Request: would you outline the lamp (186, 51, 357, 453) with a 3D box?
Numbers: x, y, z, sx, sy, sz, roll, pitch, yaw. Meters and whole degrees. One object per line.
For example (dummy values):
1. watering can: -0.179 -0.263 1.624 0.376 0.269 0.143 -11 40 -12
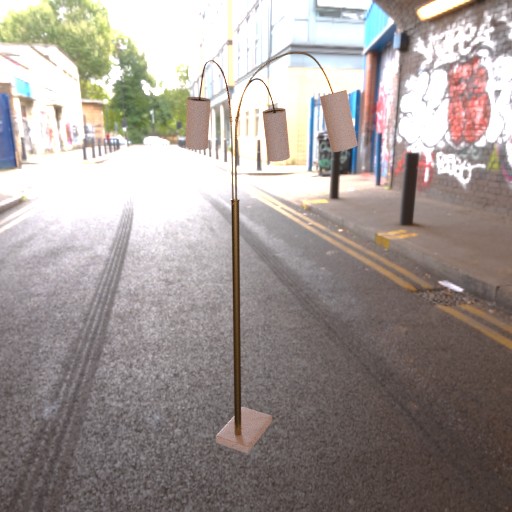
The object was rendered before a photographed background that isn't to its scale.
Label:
1. lamp: 0.000 0.000 2.490 1.020 2.055 0.667 8 17 26
